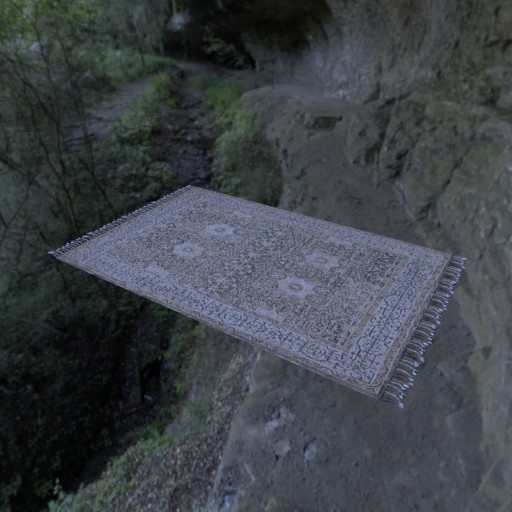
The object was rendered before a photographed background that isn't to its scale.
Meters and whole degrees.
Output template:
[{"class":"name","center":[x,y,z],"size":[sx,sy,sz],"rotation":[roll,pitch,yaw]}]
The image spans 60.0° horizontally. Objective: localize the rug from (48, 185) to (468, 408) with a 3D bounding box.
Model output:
[{"class":"rug","center":[0.000,0.000,2.487],"size":[2.029,0.010,1.237],"rotation":[18,35,28]}]
